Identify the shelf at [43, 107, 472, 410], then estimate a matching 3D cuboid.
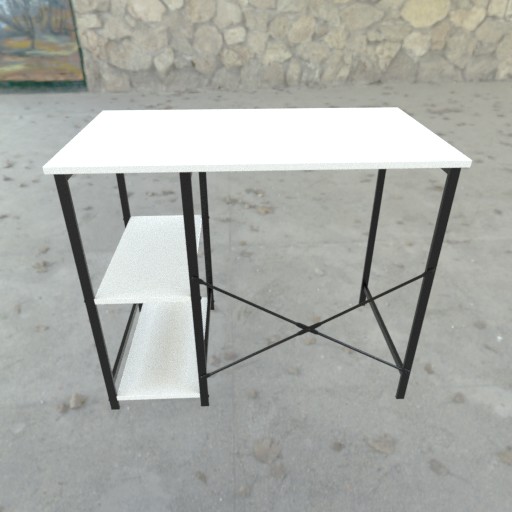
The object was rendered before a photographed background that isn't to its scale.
[{"bbox_3d":[0.000,0.000,1.334,0.902,0.750,0.498,-1,31,-2],"label":"shelf"}]
